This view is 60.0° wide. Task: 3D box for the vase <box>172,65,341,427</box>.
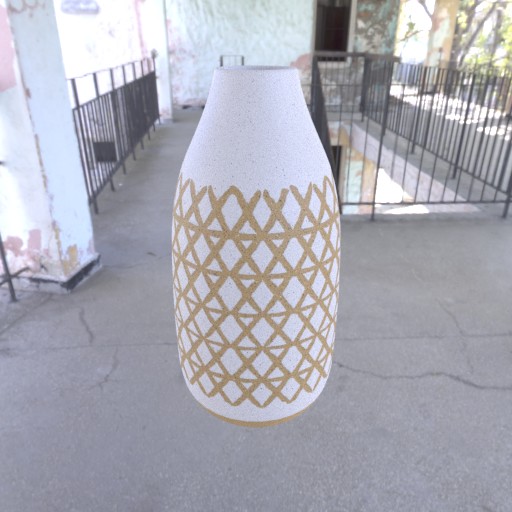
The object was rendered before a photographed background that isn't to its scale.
[{"bbox_3d":[0.000,0.000,0.485,0.186,0.380,0.186,0,26,0],"label":"vase"}]
